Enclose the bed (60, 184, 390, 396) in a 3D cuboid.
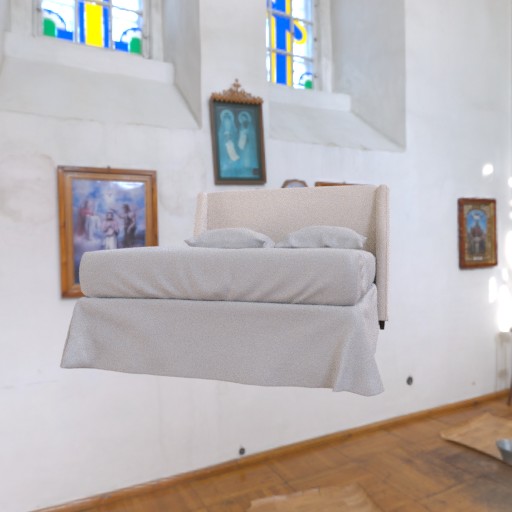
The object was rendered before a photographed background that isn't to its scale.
[{"bbox_3d":[0.000,0.000,3.370,1.925,1.332,2.276,0,0,17],"label":"bed"}]
